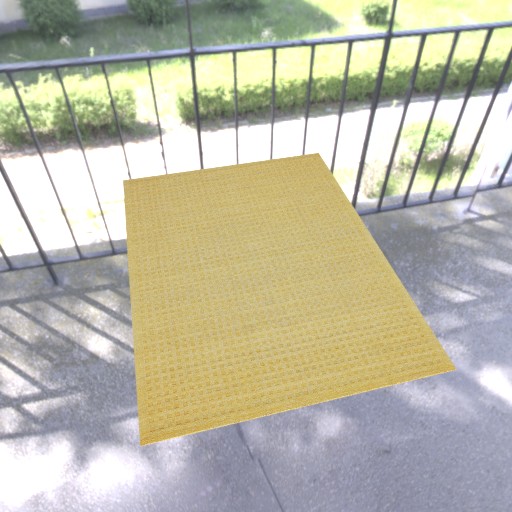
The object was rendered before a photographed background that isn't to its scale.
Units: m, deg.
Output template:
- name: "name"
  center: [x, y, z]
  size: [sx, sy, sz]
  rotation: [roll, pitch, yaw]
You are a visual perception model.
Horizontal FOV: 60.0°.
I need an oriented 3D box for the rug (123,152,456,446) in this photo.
- name: "rug"
  center: [0.000, 0.000, 4.429]
  size: [2.486, 0.015, 3.242]
  rotation: [-10, 46, -10]
